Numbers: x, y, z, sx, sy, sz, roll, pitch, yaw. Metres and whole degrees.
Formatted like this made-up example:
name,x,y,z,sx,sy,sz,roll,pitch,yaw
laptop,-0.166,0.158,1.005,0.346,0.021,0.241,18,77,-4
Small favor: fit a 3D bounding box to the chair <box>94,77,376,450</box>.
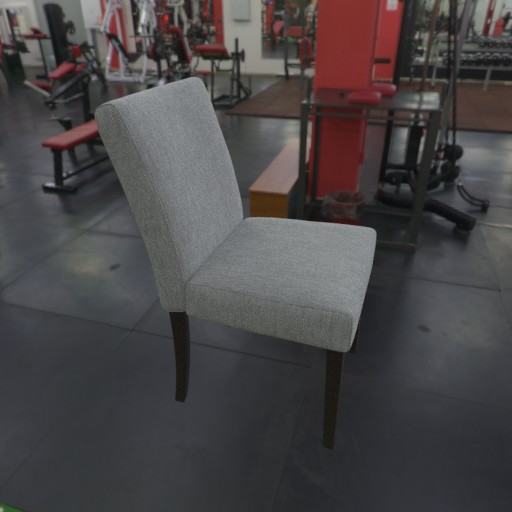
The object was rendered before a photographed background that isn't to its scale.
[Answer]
name,x,y,z,sx,sy,sz,roll,pitch,yaw
chair,0.000,0.000,1.265,0.629,0.884,0.487,10,31,17
